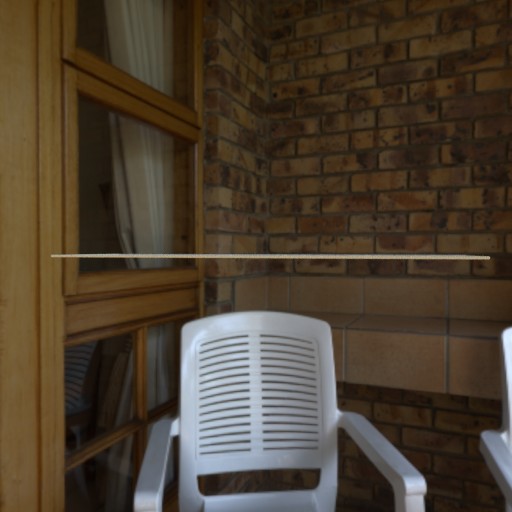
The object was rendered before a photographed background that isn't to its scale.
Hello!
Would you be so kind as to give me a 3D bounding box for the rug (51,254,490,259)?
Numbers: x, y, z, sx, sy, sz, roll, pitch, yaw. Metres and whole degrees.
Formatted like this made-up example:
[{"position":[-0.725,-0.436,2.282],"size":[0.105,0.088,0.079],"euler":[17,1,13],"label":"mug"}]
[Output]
[{"position":[0.000,0.000,2.547],"size":[2.297,0.013,0.661],"euler":[0,1,18],"label":"rug"}]
